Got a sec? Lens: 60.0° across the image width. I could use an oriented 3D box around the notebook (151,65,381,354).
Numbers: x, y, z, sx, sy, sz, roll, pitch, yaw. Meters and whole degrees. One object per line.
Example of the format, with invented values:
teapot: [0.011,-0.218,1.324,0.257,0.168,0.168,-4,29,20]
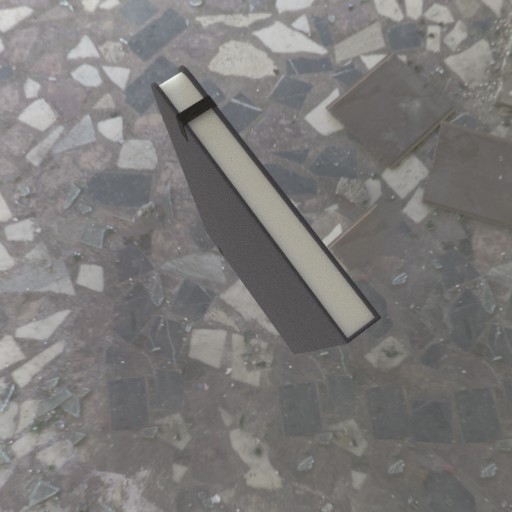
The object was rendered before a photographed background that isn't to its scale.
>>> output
notebook: [0.000,0.000,0.266,0.016,0.213,0.127,-35,79,-8]
